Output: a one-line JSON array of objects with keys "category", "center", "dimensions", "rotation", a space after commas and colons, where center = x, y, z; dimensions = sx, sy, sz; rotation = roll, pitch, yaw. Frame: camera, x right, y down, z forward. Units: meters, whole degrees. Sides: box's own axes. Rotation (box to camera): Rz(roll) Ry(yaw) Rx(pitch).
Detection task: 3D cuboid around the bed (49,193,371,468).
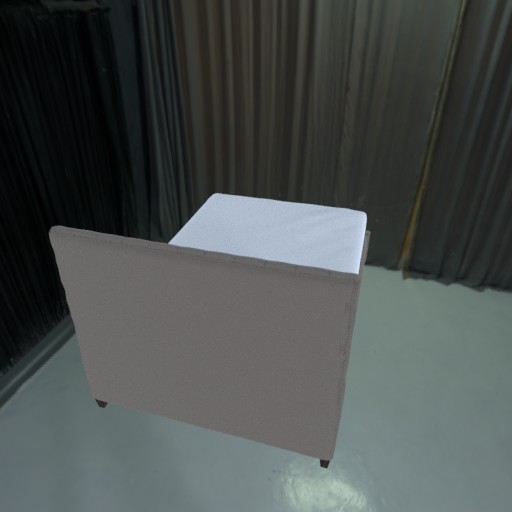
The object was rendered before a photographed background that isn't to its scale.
[{"category": "bed", "center": [0.000, 0.000, 3.522], "dimensions": [1.698, 1.427, 2.387], "rotation": [9, 33, 14]}]
